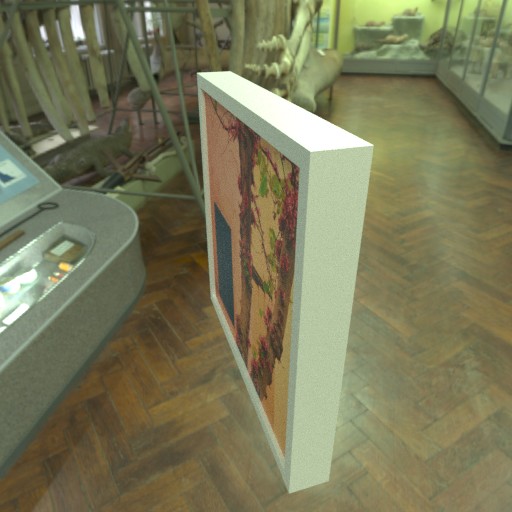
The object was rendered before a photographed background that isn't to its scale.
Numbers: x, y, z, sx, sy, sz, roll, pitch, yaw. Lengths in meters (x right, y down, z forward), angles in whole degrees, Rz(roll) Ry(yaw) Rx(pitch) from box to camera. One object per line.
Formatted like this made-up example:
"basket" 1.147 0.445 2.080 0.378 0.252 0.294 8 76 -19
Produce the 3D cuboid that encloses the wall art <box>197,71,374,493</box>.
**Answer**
"wall art" 0.000 0.000 0.439 0.038 0.302 0.305 -9 31 -15
